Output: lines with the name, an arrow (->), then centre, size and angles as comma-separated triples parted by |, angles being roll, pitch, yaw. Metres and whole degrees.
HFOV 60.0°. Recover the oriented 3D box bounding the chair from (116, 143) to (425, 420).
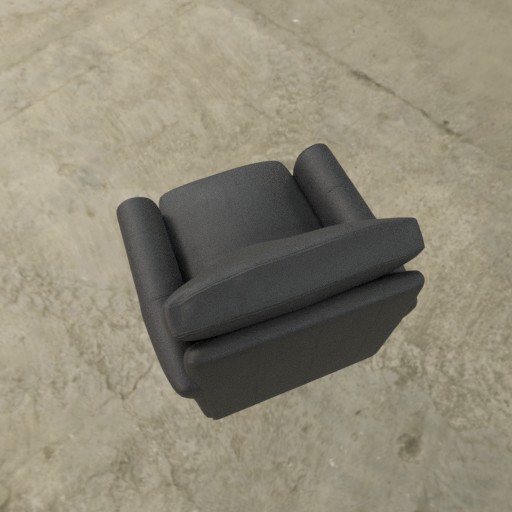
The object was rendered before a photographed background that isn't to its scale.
chair -> 0.000, 0.000, 1.821 | 1.015, 0.960, 1.027 | -14, 60, -8
